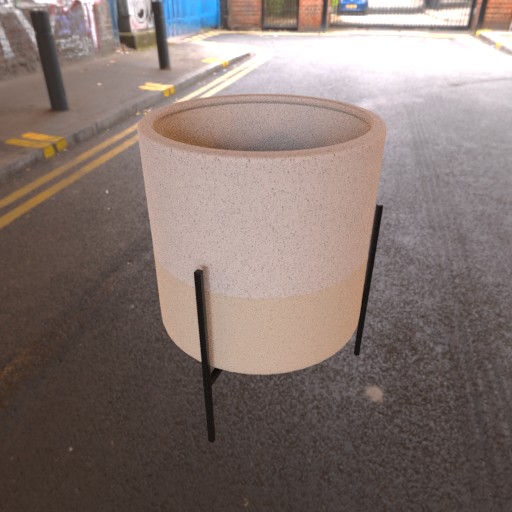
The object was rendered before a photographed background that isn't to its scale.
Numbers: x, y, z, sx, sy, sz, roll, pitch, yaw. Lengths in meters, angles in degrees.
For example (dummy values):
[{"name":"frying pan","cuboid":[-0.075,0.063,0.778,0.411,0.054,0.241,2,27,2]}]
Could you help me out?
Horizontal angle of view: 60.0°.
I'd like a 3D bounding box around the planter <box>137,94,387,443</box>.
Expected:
[{"name":"planter","cuboid":[0.000,0.000,0.679,0.313,0.423,0.335,-21,37,-31]}]
